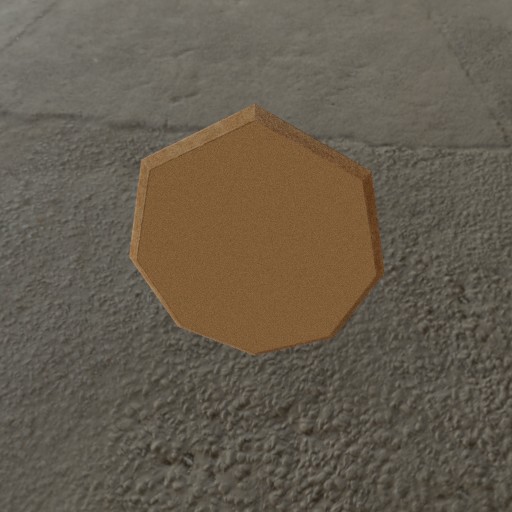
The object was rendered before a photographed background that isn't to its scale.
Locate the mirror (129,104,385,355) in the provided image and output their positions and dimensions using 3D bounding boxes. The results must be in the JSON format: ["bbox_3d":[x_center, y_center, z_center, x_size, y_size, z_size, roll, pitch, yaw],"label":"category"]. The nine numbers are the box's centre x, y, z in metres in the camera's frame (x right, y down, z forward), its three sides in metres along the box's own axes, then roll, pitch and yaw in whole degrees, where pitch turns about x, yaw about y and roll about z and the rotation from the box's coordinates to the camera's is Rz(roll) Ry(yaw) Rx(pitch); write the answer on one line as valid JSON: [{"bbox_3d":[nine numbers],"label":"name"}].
[{"bbox_3d":[0.000,0.000,1.019,0.577,0.774,0.070,4,47,3],"label":"mirror"}]
